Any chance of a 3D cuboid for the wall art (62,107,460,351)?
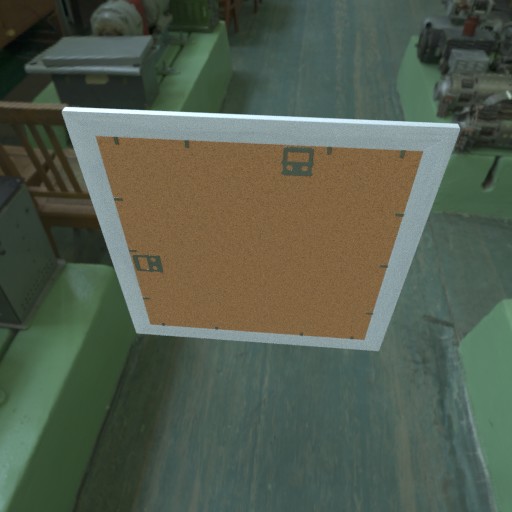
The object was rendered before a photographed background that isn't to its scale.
[{"bbox_3d":[0.000,0.000,0.859,0.584,0.584,0.013,4,46,3],"label":"wall art"}]
